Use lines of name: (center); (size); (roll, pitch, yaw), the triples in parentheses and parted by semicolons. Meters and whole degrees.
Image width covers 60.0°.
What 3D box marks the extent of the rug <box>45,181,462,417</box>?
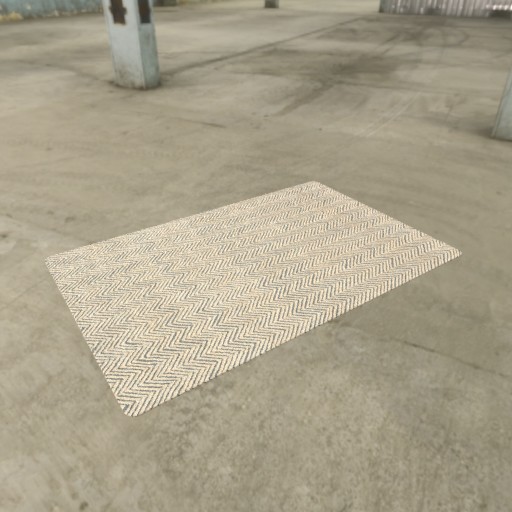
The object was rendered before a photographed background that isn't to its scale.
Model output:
rug: (0.000, 0.000, 2.200); (1.752, 0.008, 1.144); (-20, 37, -29)
